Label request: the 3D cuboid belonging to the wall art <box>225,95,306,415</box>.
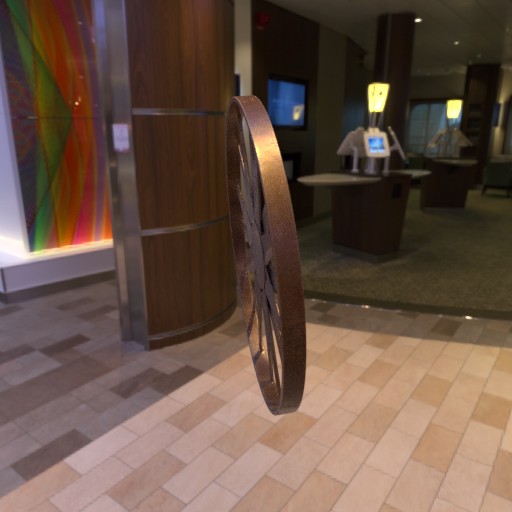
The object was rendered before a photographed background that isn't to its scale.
[{"bbox_3d":[0.000,0.000,0.854,0.084,0.583,0.582,-3,16,-9],"label":"wall art"}]
